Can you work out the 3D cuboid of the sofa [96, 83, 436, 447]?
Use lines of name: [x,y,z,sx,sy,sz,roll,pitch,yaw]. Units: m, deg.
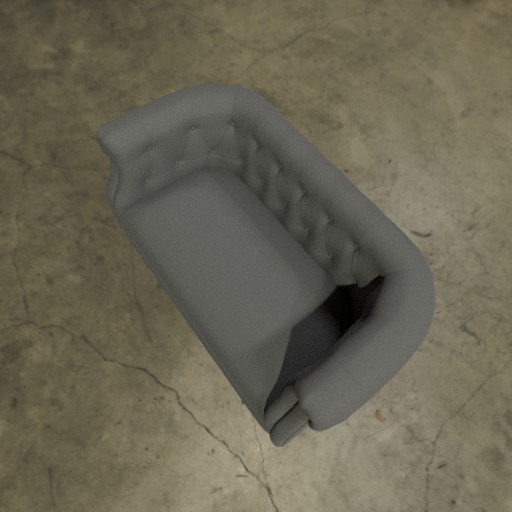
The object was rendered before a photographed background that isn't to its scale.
sofa: [0.000,0.000,2.055,0.835,0.827,1.558,-34,68,-16]
